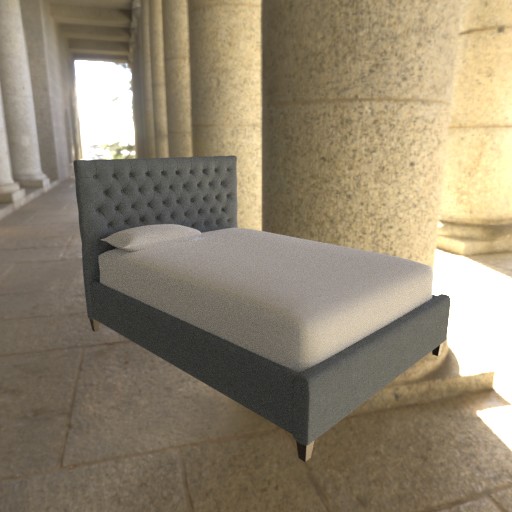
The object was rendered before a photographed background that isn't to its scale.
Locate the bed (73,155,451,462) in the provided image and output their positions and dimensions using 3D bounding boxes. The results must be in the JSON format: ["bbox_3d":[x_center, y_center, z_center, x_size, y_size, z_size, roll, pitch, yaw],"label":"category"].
[{"bbox_3d":[0.000,0.000,3.361,2.335,1.411,1.698,14,20,43],"label":"bed"}]
